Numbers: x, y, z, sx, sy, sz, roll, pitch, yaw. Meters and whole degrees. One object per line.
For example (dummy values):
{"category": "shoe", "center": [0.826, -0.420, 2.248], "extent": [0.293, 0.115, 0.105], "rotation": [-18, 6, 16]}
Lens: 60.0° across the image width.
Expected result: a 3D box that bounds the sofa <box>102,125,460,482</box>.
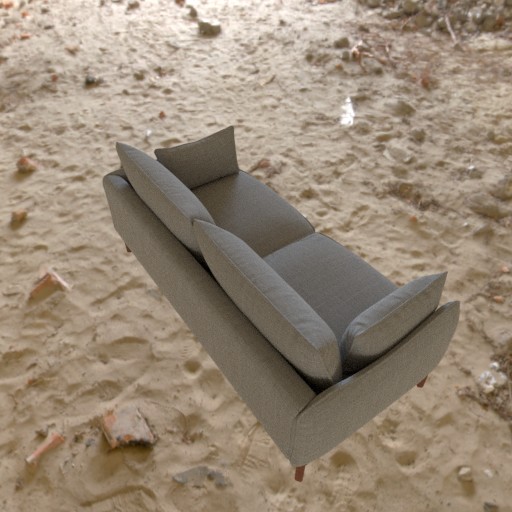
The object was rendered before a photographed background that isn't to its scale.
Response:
{"category": "sofa", "center": [0.000, 0.000, 2.437], "extent": [0.972, 0.851, 1.989], "rotation": [-25, 48, -25]}
